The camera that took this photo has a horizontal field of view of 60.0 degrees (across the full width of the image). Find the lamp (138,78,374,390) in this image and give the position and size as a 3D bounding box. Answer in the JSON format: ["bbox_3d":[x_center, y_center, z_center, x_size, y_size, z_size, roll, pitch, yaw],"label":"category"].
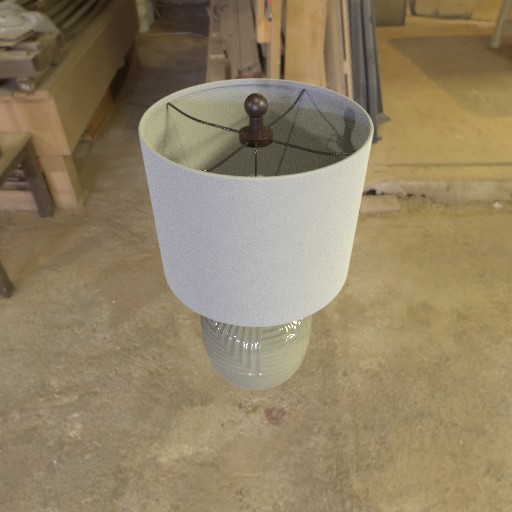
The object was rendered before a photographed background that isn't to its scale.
[{"bbox_3d":[0.000,0.000,0.772,0.318,0.567,0.318,0,41,0],"label":"lamp"}]
